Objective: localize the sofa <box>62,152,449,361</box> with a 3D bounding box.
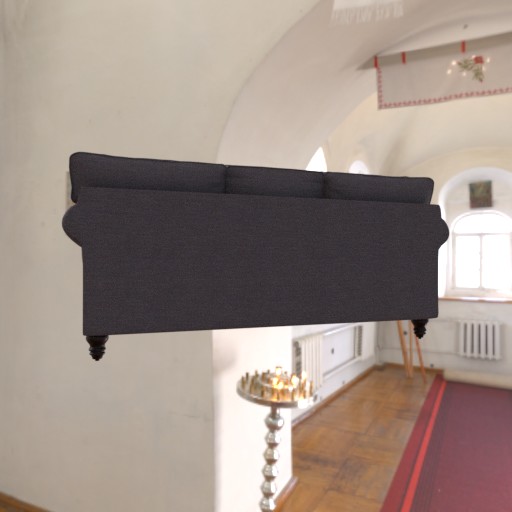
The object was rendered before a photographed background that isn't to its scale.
[{"bbox_3d":[0.000,0.000,2.650,2.084,0.966,0.909,0,-1,-19],"label":"sofa"}]
